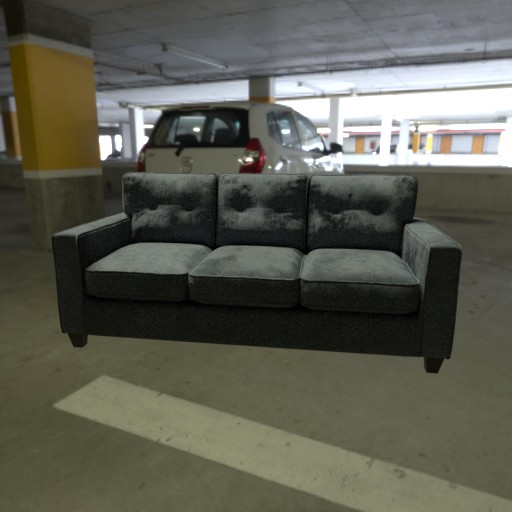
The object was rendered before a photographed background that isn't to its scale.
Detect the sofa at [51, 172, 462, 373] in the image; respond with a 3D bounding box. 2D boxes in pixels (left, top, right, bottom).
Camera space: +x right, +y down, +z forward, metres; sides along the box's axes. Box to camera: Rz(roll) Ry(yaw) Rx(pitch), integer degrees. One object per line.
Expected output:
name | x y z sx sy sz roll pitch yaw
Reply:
sofa | 0.000 0.000 2.695 2.133 0.965 0.939 2 14 9
